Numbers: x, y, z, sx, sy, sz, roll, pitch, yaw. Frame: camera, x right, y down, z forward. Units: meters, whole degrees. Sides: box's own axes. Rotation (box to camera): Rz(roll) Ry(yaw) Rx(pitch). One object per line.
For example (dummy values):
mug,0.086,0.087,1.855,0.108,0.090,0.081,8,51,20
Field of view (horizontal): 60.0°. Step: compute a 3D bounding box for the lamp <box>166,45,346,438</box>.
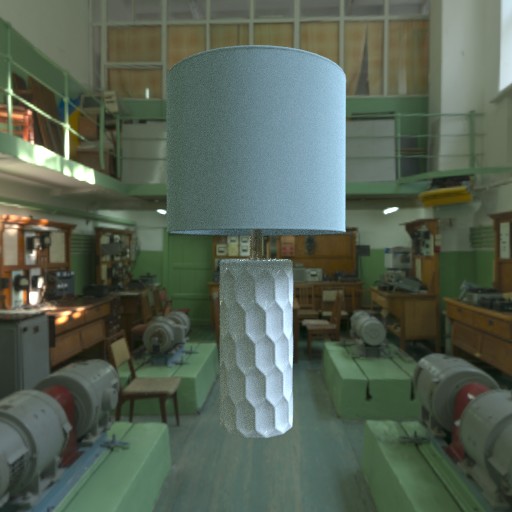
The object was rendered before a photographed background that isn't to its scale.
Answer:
lamp,0.000,0.000,0.699,0.277,0.534,0.277,0,1,1
